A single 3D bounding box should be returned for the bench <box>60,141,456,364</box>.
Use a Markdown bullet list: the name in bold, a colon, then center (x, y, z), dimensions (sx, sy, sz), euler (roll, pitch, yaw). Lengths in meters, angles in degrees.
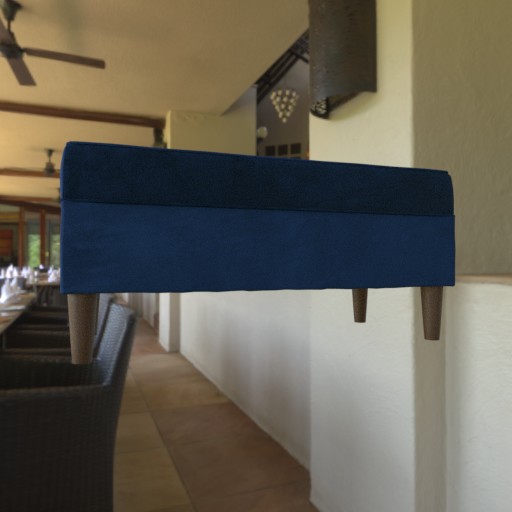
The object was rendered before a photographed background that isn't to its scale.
- **bench**: center (0.000, 0.000, 1.279), dimensions (1.010, 0.467, 0.489), euler (0, -1, -18)
